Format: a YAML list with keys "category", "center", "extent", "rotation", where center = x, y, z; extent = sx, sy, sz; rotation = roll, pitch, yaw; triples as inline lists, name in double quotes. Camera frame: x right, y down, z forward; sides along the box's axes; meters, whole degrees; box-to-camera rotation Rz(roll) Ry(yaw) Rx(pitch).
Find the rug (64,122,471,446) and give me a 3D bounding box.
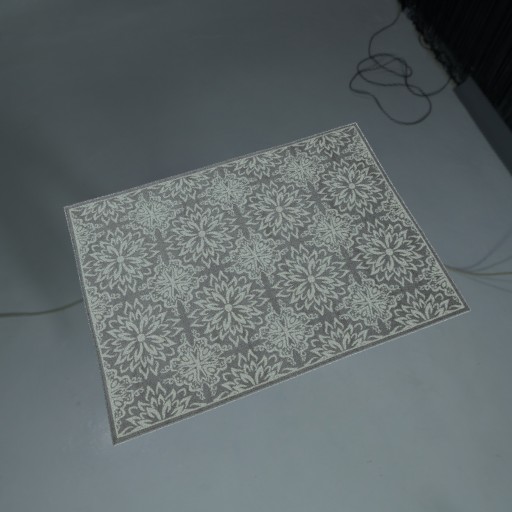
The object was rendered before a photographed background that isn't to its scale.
- category: "rug"
  center: [0.000, 0.000, 2.869]
  extent: [2.213, 0.014, 1.608]
  rotation: [-18, 65, -9]
